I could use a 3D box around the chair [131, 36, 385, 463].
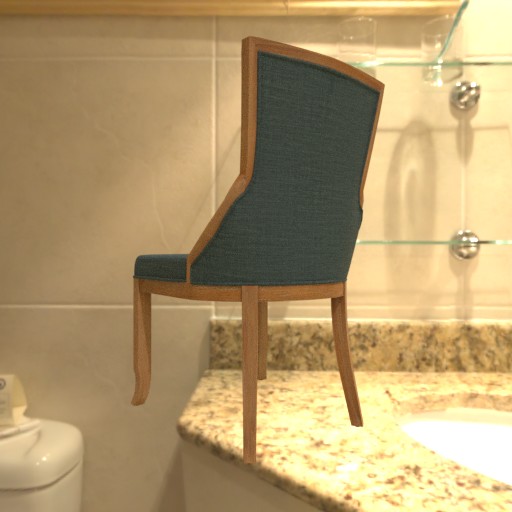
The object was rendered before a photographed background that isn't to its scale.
[{"bbox_3d":[0.000,0.000,1.311,0.524,0.947,0.641,0,0,-36],"label":"chair"}]
